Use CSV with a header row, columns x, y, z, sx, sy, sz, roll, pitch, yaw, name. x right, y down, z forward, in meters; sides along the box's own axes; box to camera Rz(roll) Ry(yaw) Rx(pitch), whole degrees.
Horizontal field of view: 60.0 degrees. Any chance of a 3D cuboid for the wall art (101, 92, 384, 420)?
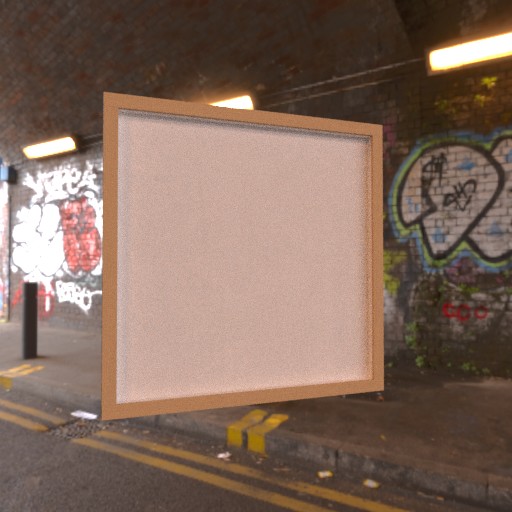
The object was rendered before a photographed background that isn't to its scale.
x,y,z,sx,sy,sz,roll,pitch,yaw,name
0.000,0.000,1.394,0.914,0.914,0.038,0,-1,-19,wall art
